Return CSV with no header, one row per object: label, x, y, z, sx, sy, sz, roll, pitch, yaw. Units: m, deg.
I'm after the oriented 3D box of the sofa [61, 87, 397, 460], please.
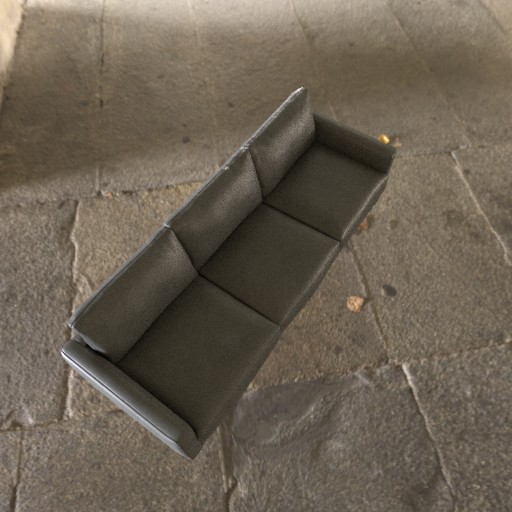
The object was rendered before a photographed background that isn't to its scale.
sofa,0.000,0.000,2.430,0.748,0.805,2.029,31,63,17
